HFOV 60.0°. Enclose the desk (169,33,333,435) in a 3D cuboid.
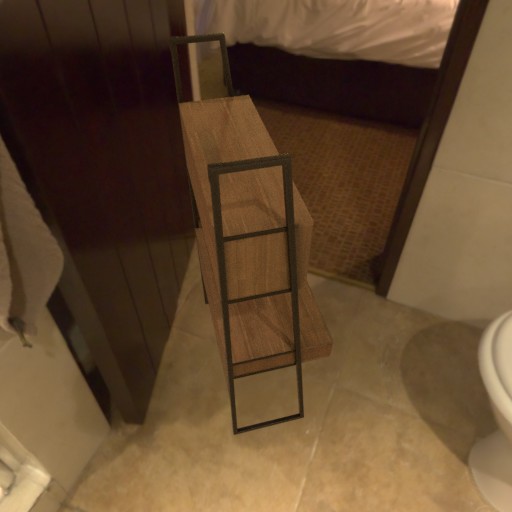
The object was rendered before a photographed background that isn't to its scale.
[{"bbox_3d":[0.000,0.000,2.231,0.515,1.809,0.982,-10,47,-10],"label":"desk"}]
